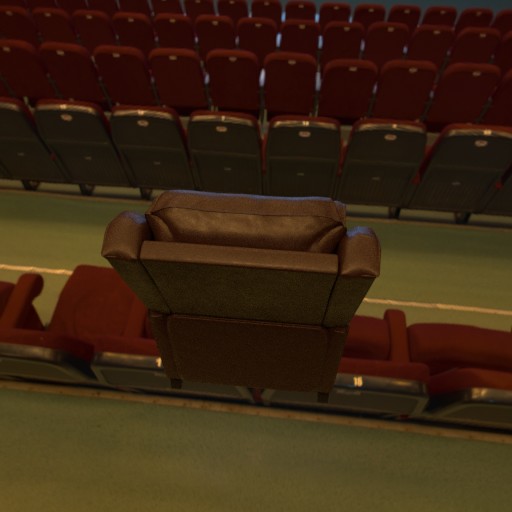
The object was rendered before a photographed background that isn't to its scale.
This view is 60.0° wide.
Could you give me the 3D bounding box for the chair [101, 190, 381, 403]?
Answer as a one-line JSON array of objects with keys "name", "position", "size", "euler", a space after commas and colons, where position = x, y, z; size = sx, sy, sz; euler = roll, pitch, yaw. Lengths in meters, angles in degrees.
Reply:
[{"name": "chair", "position": [0.000, 0.000, 1.826], "size": [0.770, 1.132, 0.982], "euler": [4, 47, 4]}]
